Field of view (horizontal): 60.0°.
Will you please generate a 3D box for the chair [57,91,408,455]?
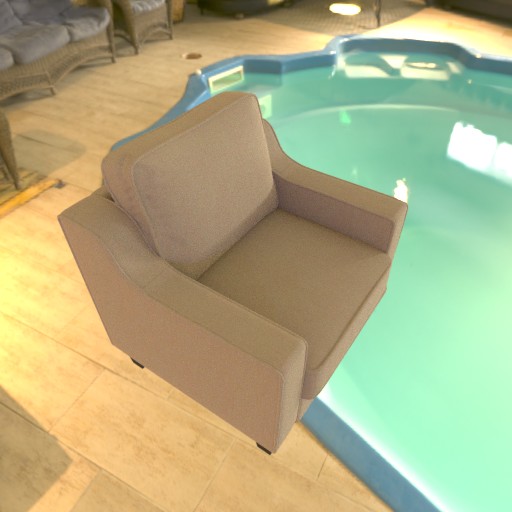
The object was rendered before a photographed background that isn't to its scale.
[{"bbox_3d":[0.000,0.000,1.662,0.882,0.948,0.922,25,48,25],"label":"chair"}]
